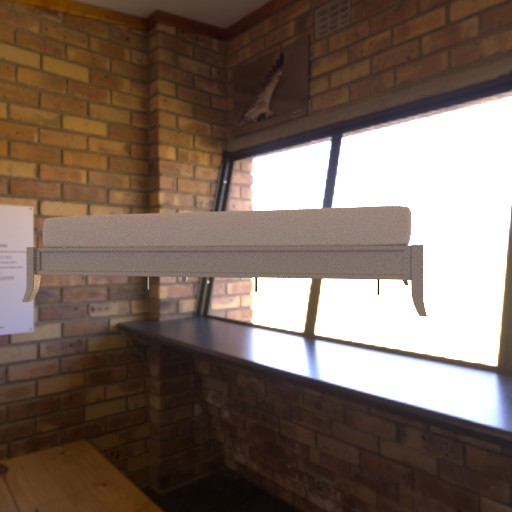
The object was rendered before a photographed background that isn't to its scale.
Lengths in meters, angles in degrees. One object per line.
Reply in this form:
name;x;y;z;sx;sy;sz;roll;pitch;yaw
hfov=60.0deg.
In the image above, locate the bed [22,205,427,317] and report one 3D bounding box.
bed;0.000;0.000;3.116;2.108;0.510;2.007;0;0;17
